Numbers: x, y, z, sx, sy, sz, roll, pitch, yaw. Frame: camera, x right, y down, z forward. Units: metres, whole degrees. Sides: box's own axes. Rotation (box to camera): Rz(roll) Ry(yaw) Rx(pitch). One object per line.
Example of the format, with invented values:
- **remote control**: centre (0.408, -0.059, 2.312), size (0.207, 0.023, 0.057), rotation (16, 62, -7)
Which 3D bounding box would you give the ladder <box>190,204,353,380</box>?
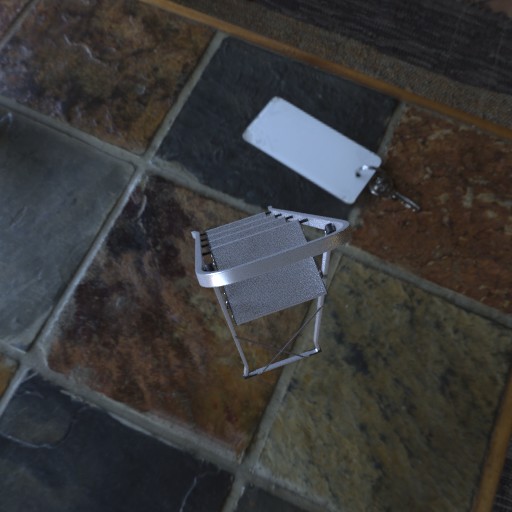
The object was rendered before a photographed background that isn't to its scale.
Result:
- **ladder**: centre (0.000, 0.000, 1.689), size (0.465, 1.290, 0.830), rotation (-19, 76, -5)
